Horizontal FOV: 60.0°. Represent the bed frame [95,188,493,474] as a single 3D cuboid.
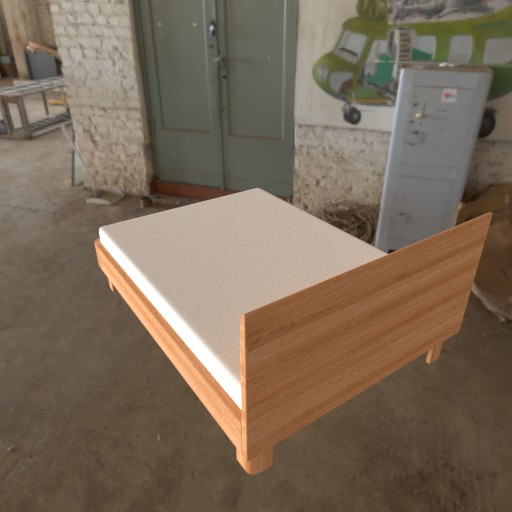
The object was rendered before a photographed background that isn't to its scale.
[{"bbox_3d":[0.000,0.000,2.768,1.472,0.940,1.992,-19,34,-30],"label":"bed frame"}]
